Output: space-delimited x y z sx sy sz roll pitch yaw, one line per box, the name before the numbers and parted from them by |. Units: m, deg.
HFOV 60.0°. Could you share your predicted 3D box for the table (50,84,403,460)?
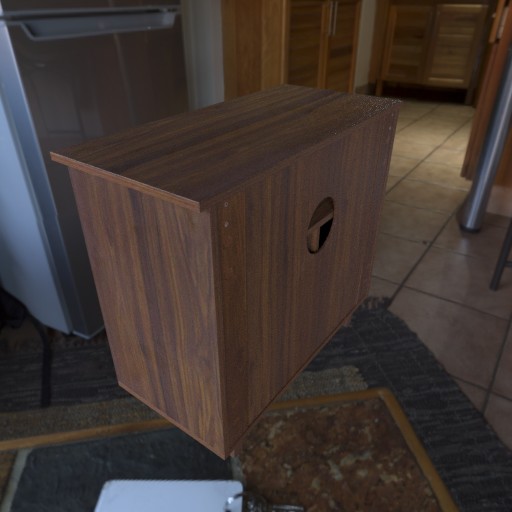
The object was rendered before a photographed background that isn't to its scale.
table | 0.000 0.000 1.204 0.390 0.725 0.802 21 38 30
